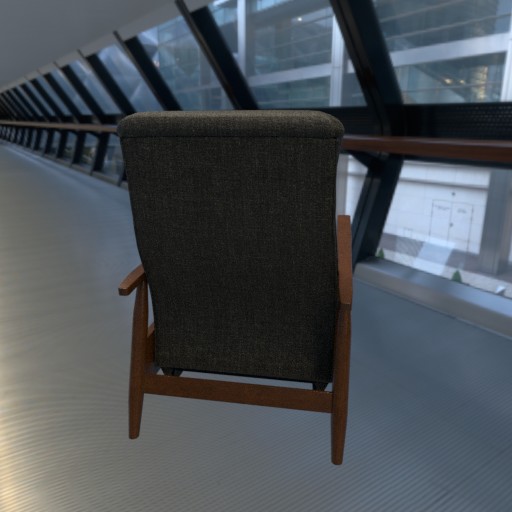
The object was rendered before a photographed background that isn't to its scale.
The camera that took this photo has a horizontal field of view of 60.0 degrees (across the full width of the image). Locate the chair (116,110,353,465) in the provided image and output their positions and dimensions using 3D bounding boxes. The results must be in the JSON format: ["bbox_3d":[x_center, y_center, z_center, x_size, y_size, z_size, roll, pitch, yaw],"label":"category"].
[{"bbox_3d":[0.000,0.000,1.792,0.762,1.082,1.014,3,16,10],"label":"chair"}]
